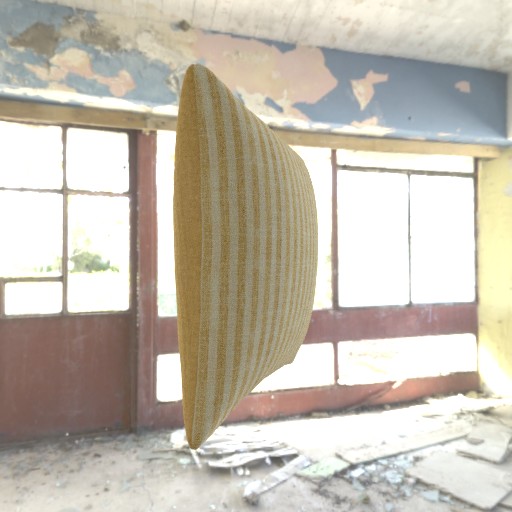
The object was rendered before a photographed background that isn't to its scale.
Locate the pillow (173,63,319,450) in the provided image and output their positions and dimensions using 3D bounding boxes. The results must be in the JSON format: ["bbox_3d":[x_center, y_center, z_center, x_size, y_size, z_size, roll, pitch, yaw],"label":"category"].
[{"bbox_3d":[0.000,0.000,0.654,0.173,0.407,0.419,0,0,19],"label":"pillow"}]
